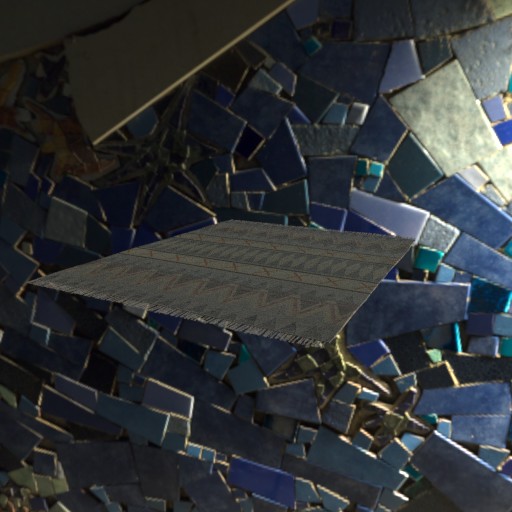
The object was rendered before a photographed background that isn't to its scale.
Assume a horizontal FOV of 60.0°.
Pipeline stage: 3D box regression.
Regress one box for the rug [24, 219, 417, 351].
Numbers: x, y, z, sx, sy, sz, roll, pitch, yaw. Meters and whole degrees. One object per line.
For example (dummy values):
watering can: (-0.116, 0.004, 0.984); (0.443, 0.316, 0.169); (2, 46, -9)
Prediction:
rug: (0.000, 0.000, 4.039); (2.371, 0.012, 3.000); (8, 17, 27)
